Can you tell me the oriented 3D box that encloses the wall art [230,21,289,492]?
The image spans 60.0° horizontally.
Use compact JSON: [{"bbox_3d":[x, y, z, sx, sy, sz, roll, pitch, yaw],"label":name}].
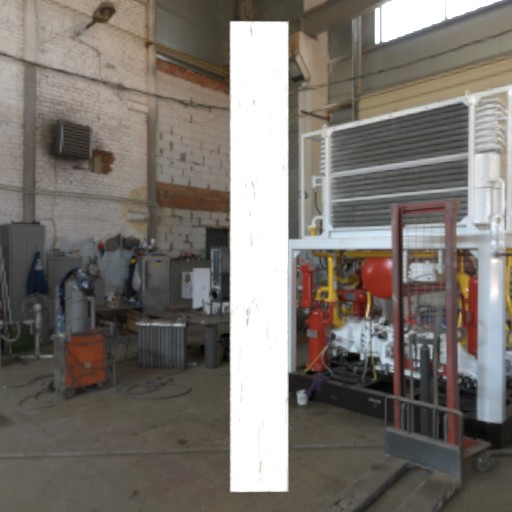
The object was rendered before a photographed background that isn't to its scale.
[{"bbox_3d":[0.000,0.000,0.439,0.038,0.305,0.305,0,0,-1],"label":"wall art"}]
